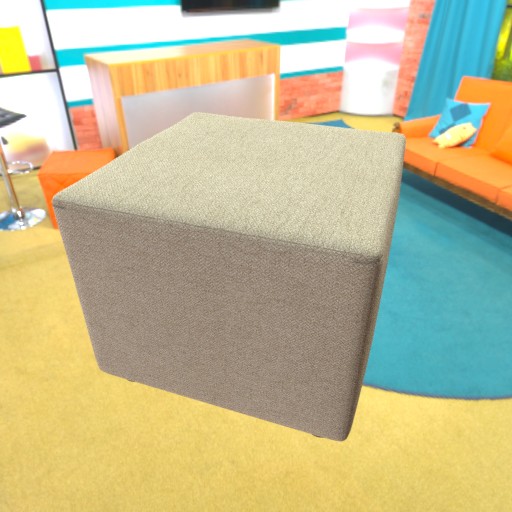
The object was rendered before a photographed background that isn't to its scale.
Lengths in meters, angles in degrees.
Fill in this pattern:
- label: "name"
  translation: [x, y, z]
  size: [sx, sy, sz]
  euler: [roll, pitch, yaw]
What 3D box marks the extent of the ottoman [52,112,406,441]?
- label: "ottoman"
  translation: [0.000, 0.000, 0.900]
  size: [0.508, 0.432, 0.508]
  euler: [11, 35, 16]
